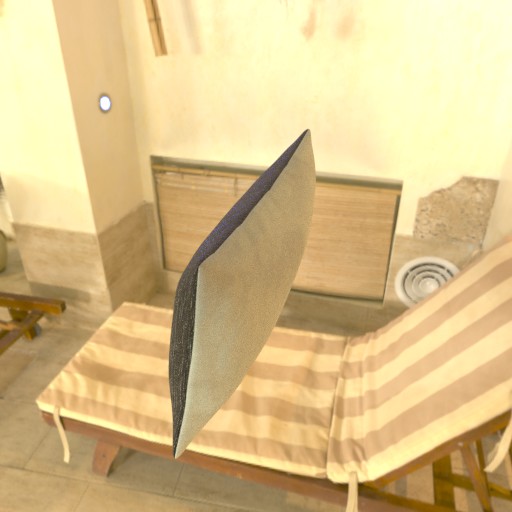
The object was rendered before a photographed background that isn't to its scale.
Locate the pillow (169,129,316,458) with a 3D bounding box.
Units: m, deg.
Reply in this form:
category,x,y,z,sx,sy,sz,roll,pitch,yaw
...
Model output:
category,x,y,z,sx,sy,sz,roll,pitch,yaw
pillow,0.000,0.000,0.767,0.156,0.305,0.608,8,30,14
